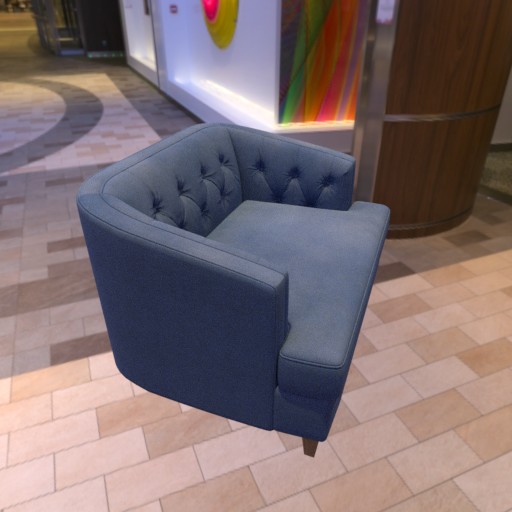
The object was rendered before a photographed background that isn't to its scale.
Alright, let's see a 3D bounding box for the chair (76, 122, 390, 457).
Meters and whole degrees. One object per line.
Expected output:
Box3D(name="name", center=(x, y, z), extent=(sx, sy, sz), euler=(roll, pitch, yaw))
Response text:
Box3D(name="chair", center=(0.000, 0.000, 1.759), extent=(0.914, 0.787, 1.118), euler=(11, 32, 18))
